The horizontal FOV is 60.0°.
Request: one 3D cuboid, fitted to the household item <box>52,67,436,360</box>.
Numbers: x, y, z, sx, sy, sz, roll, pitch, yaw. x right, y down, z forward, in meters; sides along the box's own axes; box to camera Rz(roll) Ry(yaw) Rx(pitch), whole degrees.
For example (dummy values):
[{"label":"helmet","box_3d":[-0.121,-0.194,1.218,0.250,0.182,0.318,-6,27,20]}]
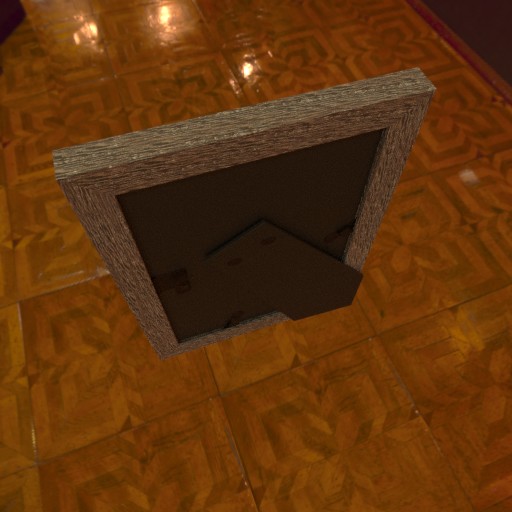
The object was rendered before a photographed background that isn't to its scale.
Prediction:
[{"label":"household item","box_3d":[0.000,0.000,0.270,0.160,0.210,0.020,-16,60,-10]}]
